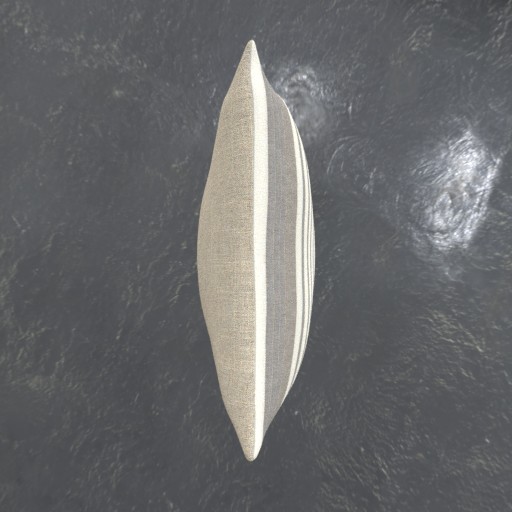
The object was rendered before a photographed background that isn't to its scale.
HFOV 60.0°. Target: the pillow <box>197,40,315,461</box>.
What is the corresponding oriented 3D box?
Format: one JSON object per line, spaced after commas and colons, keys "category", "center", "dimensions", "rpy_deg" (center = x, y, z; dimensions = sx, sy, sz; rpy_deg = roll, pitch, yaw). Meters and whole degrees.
{"category": "pillow", "center": [0.000, 0.000, 0.660], "dimensions": [0.182, 0.440, 0.439], "rpy_deg": [0, 89, 1]}
